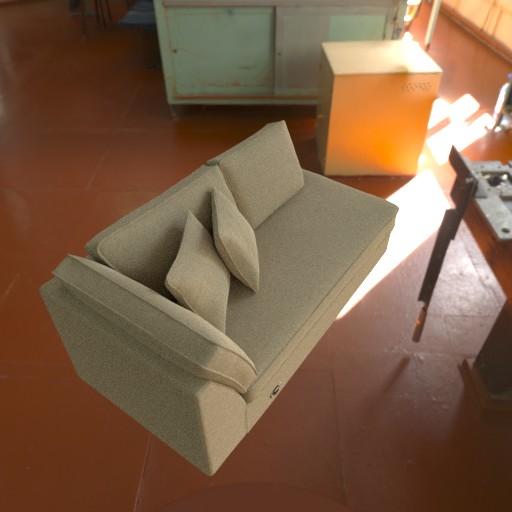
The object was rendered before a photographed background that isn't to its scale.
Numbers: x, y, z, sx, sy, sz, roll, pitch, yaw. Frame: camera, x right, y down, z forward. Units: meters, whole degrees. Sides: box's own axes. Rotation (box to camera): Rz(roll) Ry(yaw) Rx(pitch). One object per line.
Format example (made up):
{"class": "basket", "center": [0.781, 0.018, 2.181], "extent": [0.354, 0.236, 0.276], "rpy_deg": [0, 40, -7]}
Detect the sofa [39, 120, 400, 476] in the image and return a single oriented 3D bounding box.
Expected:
{"class": "sofa", "center": [0.000, 0.000, 2.846], "extent": [1.110, 1.033, 2.237], "rpy_deg": [25, 47, 26]}
